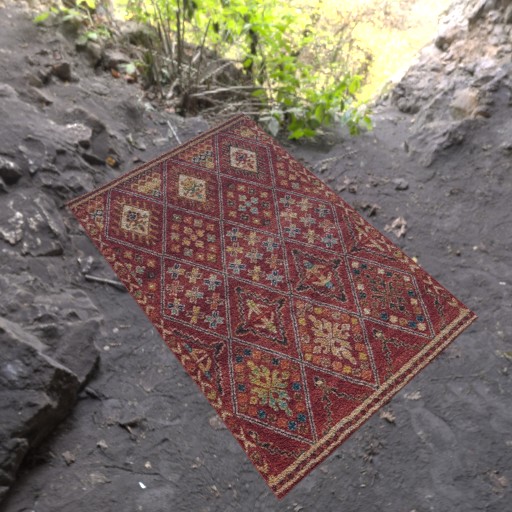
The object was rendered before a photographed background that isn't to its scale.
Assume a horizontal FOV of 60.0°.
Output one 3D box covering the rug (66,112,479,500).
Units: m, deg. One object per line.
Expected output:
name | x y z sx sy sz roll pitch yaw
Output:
rug | 0.000 0.000 2.812 1.521 0.026 2.286 -34 63 -19
